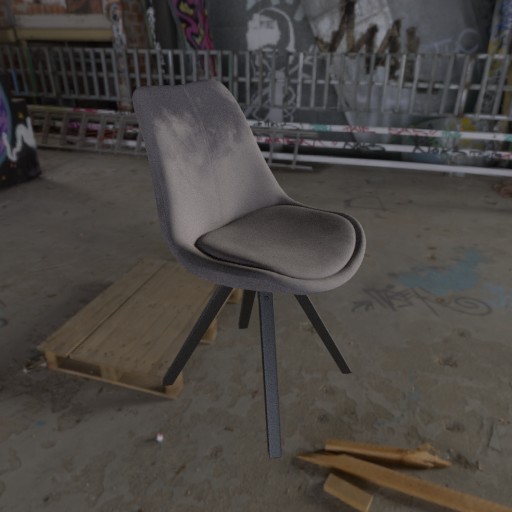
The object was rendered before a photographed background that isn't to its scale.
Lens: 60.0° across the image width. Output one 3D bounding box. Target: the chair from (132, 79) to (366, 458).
[{"bbox_3d":[0.000,0.000,1.198,0.550,0.850,0.476,19,32,33],"label":"chair"}]
